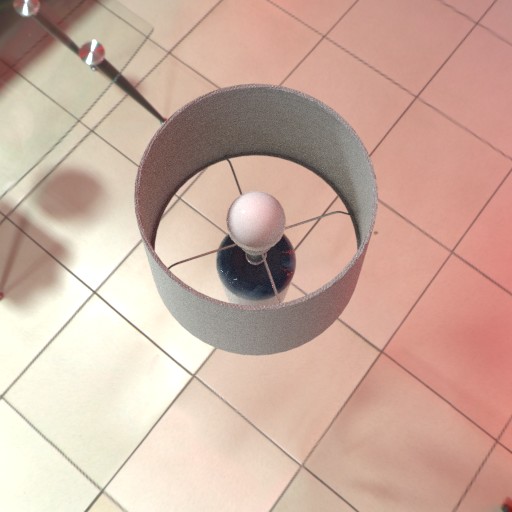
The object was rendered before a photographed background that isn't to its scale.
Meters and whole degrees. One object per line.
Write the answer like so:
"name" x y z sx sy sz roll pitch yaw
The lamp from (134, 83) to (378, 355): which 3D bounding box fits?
"lamp" 0.000 0.000 0.569 0.253 0.428 0.253 0 75 0
